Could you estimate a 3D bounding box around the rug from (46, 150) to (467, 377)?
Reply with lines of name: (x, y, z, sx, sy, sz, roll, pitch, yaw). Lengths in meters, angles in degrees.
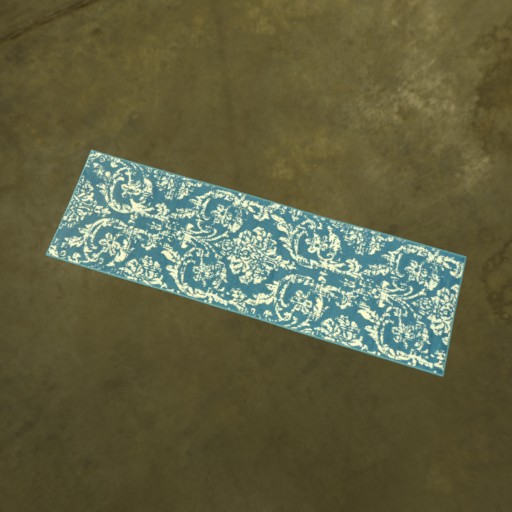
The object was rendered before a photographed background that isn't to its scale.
rug: (0.000, 0.000, 2.412, 2.196, 0.011, 0.662, 16, 76, 4)
